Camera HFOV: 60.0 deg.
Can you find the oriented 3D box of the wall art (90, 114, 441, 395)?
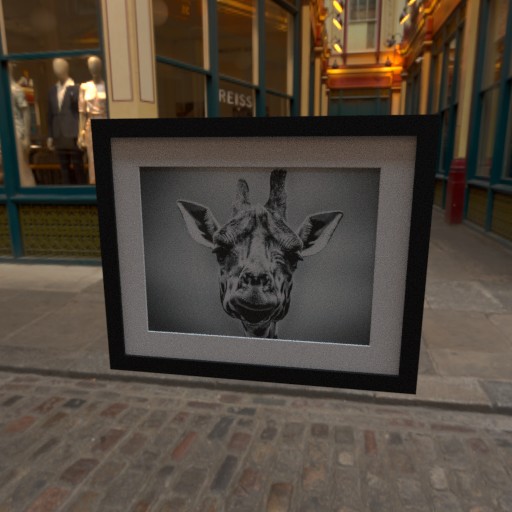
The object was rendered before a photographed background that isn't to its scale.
[{"bbox_3d":[0.000,0.000,0.763,0.558,0.457,0.031,2,13,9],"label":"wall art"}]
